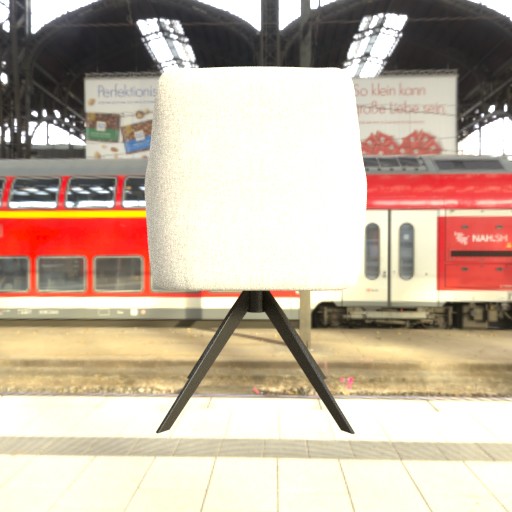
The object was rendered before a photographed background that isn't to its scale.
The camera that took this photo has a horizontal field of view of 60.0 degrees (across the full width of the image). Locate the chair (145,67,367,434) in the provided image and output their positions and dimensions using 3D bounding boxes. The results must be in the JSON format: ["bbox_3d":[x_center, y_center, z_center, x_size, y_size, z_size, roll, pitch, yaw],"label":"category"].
[{"bbox_3d":[0.000,0.000,1.328,0.642,0.874,0.677,0,1,1],"label":"chair"}]
